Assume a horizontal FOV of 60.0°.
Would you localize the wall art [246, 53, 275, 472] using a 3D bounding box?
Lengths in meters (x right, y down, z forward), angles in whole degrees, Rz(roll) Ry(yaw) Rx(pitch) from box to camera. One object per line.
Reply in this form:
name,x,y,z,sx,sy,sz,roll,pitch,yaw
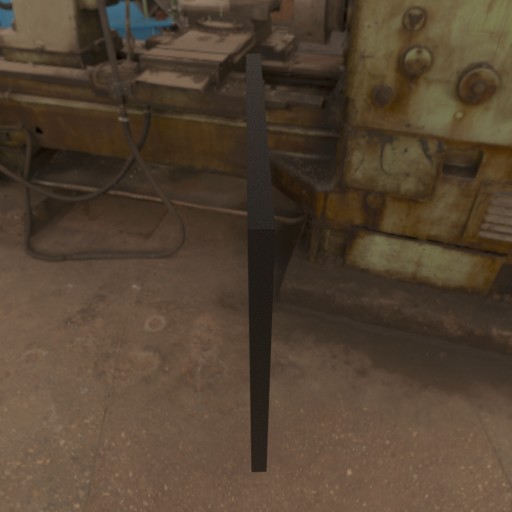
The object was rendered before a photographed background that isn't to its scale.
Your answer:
wall art,0.000,0.000,1.140,0.038,0.762,0.762,-1,41,-1
